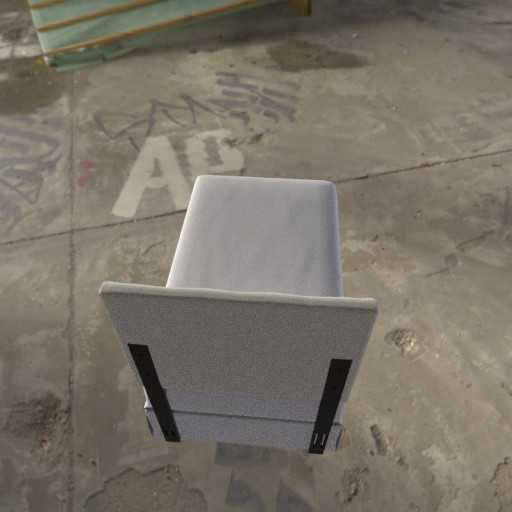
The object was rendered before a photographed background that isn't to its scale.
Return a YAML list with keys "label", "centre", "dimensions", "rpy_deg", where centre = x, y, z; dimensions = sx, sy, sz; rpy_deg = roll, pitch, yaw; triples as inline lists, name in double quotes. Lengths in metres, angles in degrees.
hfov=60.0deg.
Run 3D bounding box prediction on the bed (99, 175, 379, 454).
- label: "bed"
  centre: [0.000, 0.000, 2.999]
  dimensions: [1.261, 1.571, 1.997]
  rpy_deg: [3, 47, 3]
